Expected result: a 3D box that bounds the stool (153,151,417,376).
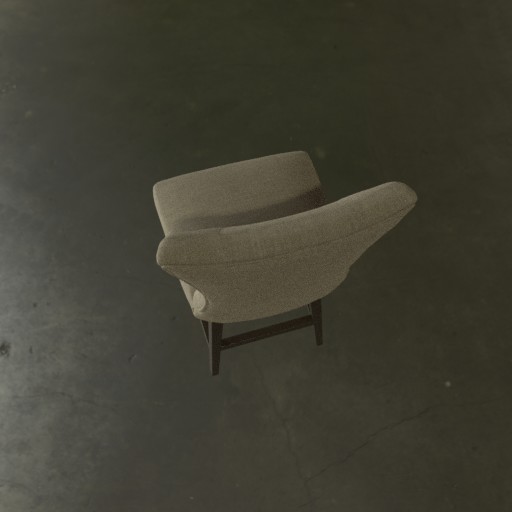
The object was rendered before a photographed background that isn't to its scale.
[{"bbox_3d":[0.000,0.000,1.349,0.514,1.000,0.574,-14,60,-8],"label":"stool"}]
